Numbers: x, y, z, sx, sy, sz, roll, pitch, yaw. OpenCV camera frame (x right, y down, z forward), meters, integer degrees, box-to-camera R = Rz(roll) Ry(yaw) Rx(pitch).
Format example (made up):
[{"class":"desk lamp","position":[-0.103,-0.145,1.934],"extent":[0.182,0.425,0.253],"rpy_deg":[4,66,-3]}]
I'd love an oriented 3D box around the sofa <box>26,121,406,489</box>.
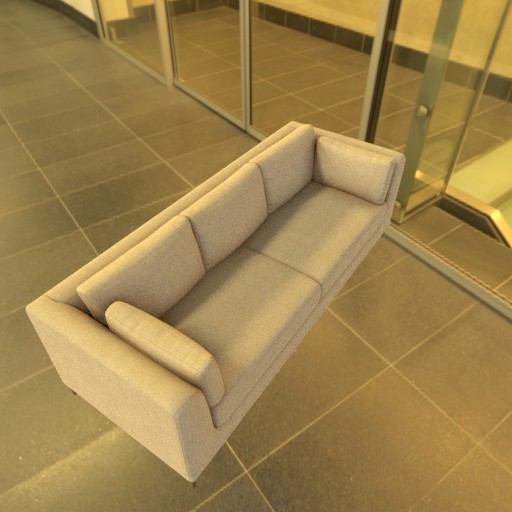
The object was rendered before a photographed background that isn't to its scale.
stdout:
[{"class":"sofa","position":[0.000,0.000,2.810],"extent":[0.969,0.867,2.415],"rpy_deg":[25,48,25]}]
